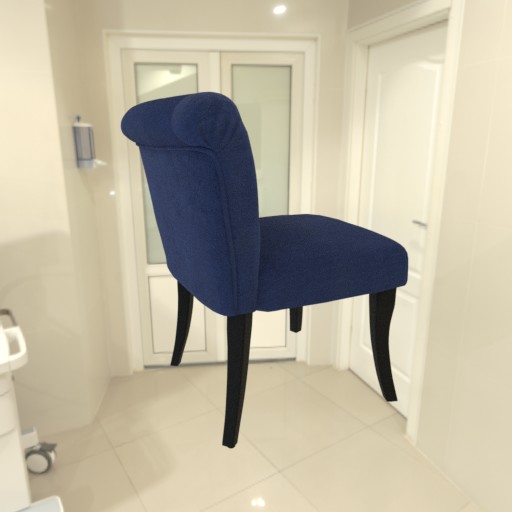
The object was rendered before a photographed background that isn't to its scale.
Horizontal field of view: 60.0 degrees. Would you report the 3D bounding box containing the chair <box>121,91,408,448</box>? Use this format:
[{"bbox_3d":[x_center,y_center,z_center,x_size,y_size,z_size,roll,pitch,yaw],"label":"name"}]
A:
[{"bbox_3d":[0.000,0.000,1.164,0.606,0.753,0.585,-8,17,-26],"label":"chair"}]
